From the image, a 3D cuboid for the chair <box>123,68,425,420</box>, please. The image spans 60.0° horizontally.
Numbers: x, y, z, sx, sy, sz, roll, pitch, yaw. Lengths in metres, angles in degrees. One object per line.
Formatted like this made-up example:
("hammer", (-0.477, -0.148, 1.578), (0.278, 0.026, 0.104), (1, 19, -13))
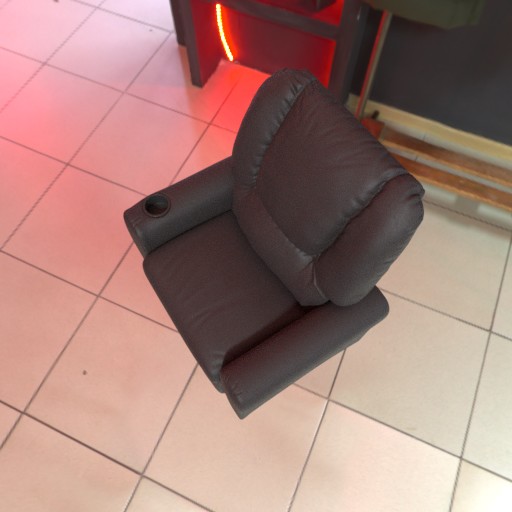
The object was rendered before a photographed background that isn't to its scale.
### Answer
("chair", (0.000, 0.000, 1.129), (0.521, 0.709, 0.610), (-30, 68, -14))
